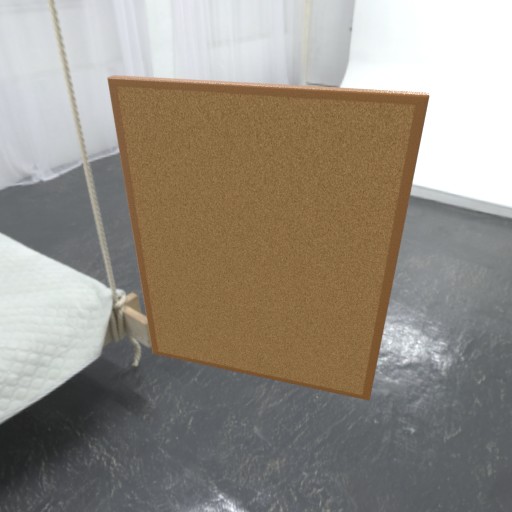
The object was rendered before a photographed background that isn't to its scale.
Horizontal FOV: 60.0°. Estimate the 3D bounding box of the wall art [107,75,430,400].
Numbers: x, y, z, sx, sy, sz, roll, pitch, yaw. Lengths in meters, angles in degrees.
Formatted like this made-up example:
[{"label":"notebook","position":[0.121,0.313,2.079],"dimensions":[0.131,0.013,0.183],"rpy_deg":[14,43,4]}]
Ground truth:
[{"label":"wall art","position":[0.000,0.000,0.753],"dimensions":[0.452,0.553,0.022],"rpy_deg":[9,33,14]}]
